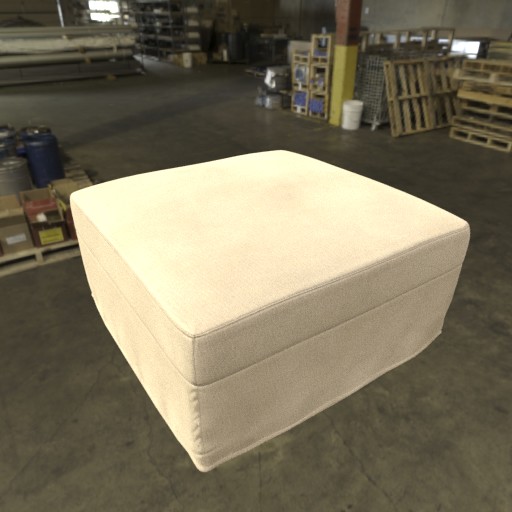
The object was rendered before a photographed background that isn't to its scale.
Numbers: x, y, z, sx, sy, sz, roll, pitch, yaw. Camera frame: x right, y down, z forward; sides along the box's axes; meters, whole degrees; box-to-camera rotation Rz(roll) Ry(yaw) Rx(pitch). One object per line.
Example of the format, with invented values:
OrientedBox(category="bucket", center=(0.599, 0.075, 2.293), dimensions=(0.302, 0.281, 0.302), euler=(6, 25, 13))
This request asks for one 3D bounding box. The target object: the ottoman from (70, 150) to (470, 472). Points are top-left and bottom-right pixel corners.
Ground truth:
OrientedBox(category="ottoman", center=(0.000, 0.000, 1.317), dimensions=(0.842, 0.441, 0.843), euler=(-18, 34, -29))
